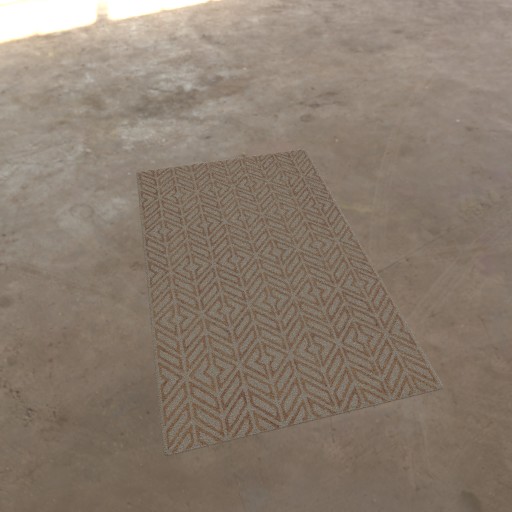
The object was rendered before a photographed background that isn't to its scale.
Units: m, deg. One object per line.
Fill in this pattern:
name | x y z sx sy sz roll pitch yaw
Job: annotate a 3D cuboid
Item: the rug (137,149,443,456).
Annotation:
rug | 0.000 0.000 3.115 1.523 0.008 2.438 -10 47 -9
